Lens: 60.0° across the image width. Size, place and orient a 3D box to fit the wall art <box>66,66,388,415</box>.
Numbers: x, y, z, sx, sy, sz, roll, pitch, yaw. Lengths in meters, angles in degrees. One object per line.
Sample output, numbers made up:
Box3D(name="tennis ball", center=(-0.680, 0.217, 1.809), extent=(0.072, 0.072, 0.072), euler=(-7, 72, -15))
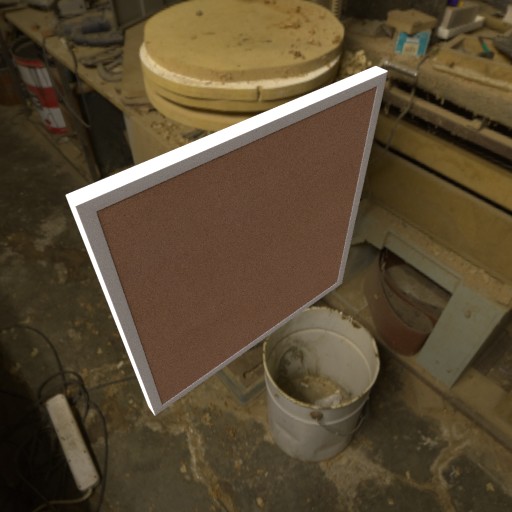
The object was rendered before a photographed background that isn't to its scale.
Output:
Box3D(name="wall art", center=(0.000, 0.000, 1.142), extent=(0.760, 0.760, 0.036), euler=(-31, 54, -26))
